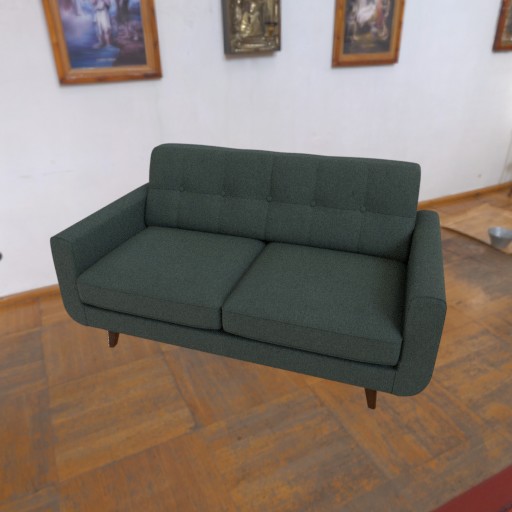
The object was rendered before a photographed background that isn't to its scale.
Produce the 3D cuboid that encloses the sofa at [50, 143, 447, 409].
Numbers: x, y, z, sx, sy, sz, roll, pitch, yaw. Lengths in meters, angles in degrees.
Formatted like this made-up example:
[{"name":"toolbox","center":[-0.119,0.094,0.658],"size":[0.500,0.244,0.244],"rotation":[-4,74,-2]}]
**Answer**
[{"name":"sofa","center":[0.000,0.000,2.123],"size":[1.631,0.841,0.909],"rotation":[9,28,17]}]
